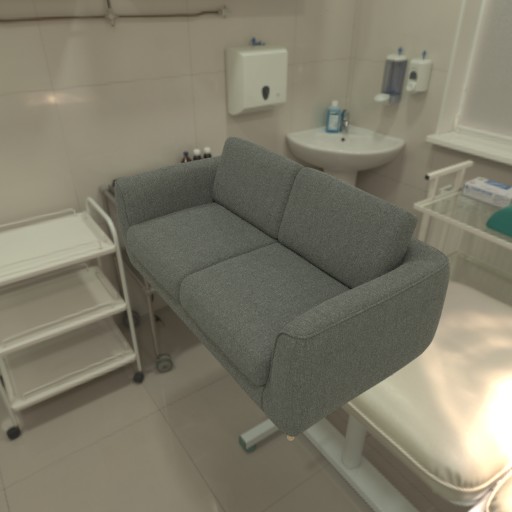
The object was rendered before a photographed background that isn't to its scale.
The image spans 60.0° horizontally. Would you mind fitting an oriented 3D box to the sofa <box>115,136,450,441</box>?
[{"bbox_3d":[0.000,0.000,2.257,0.920,0.870,1.700,-20,36,-30],"label":"sofa"}]
